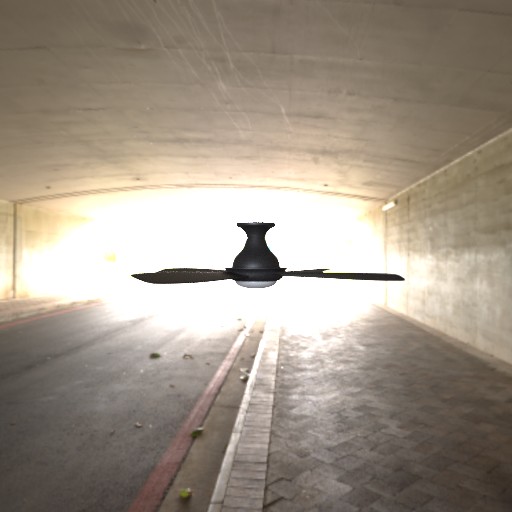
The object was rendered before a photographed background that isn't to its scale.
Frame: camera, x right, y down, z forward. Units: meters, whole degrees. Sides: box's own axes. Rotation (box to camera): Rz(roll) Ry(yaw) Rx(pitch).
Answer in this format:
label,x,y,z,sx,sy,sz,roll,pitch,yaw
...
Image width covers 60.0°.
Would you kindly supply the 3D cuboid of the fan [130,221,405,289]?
label,x,y,z,sx,sy,sz,roll,pitch,yaw
fan,0.000,0.000,2.569,1.694,0.382,1.694,0,-1,36
